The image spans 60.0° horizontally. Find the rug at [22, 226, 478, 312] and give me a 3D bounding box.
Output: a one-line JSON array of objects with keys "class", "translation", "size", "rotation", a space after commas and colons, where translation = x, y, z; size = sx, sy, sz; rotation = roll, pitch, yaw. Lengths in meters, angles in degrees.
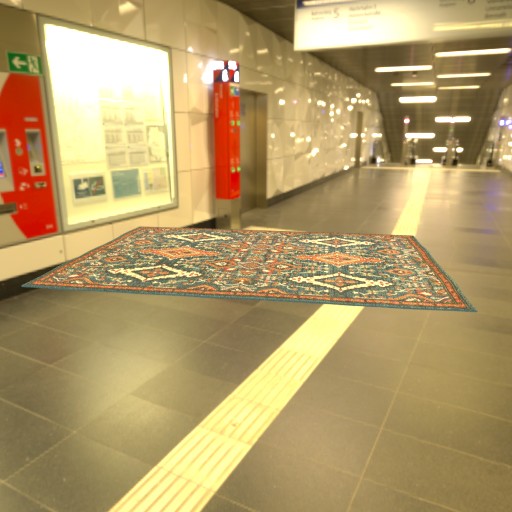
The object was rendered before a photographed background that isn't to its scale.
[{"class": "rug", "translation": [0.000, 0.000, 3.009], "size": [2.373, 0.009, 1.622], "rotation": [2, 16, 8]}]
